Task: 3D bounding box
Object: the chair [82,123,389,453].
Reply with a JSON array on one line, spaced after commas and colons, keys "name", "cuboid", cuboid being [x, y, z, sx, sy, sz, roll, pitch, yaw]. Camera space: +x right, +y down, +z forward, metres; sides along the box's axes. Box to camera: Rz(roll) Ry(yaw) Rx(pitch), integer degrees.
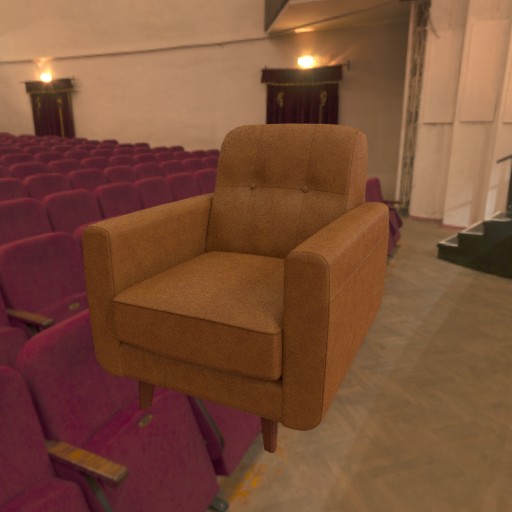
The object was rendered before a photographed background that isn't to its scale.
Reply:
[{"name": "chair", "cuboid": [0.000, 0.000, 1.677, 0.845, 0.968, 0.942, 8, 17, 25]}]
